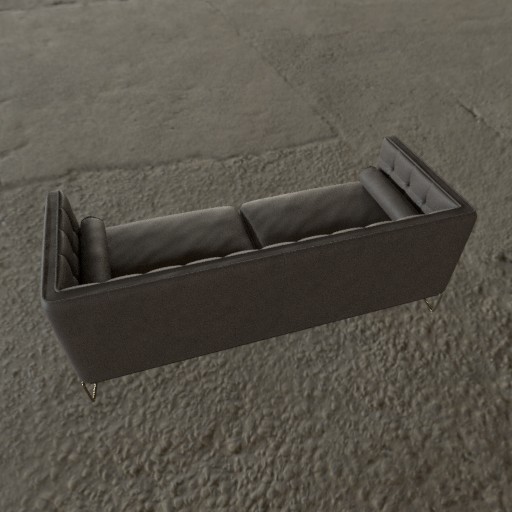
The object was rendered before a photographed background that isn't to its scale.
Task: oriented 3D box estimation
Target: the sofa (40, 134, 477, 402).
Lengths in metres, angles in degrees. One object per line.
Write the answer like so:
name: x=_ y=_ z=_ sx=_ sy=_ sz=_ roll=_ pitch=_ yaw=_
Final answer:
sofa: x=0.000 y=0.000 z=2.519 sx=2.087 sy=0.789 sz=0.867 roll=-12 pitch=45 yaw=-12
